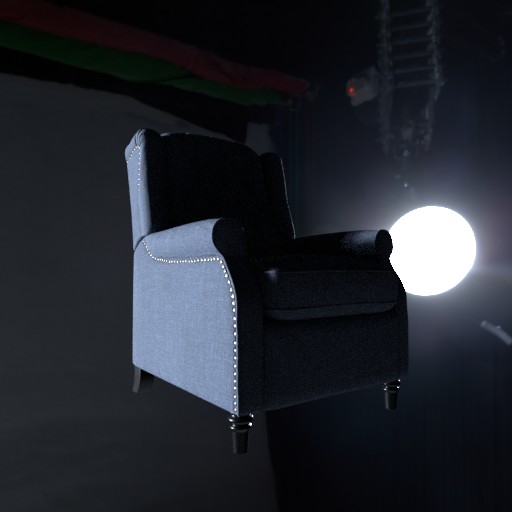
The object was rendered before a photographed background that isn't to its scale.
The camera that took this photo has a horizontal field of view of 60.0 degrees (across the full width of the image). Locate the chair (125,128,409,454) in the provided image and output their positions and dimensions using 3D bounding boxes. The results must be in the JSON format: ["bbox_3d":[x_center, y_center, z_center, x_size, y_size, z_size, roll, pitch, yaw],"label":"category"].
[{"bbox_3d":[0.000,0.000,1.613,0.742,1.035,0.898,1,-2,-36],"label":"chair"}]
